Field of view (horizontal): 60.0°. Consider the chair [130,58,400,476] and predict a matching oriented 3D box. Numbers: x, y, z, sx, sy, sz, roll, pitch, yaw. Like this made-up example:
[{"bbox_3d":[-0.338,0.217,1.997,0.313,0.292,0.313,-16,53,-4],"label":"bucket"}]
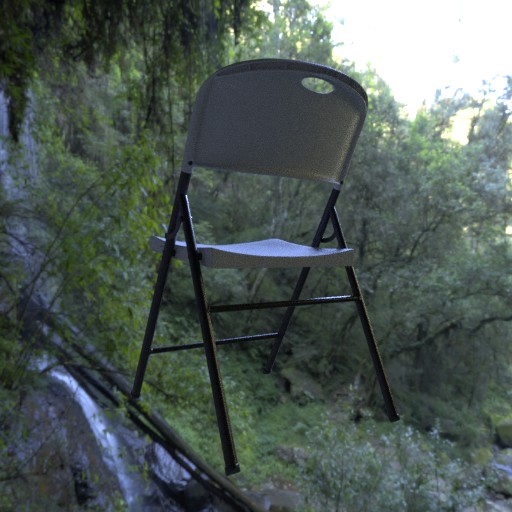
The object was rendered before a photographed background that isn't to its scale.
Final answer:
[{"bbox_3d":[0.000,0.000,1.169,0.494,0.810,0.566,0,0,-34],"label":"chair"}]
